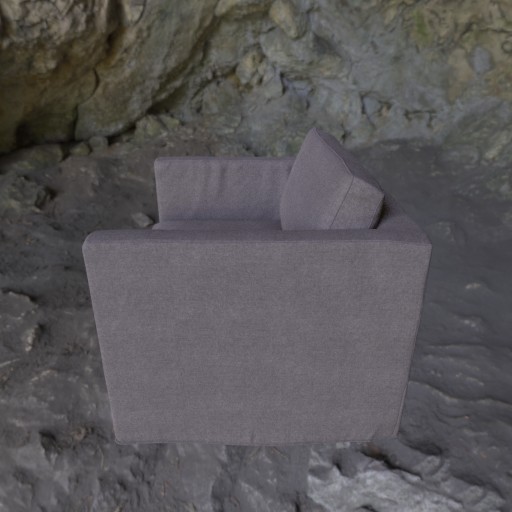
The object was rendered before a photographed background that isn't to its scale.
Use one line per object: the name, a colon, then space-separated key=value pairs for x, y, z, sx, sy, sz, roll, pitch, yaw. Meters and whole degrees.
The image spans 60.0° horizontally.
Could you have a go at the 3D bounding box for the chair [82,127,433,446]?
chair: x=0.000 y=0.000 z=1.716 sx=0.949 sy=0.863 sz=1.057 roll=0 pitch=25 yaw=0
